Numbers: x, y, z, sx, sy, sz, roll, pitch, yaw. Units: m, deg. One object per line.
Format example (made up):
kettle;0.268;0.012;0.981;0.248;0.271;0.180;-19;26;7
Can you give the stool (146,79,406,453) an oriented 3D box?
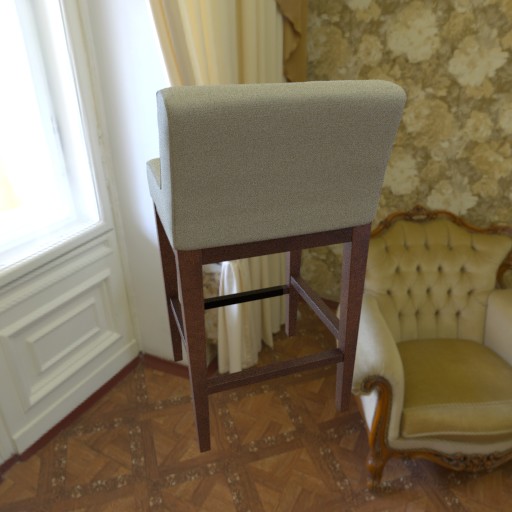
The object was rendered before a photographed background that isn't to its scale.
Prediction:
stool;0.000;0.000;1.236;0.511;0.937;0.500;-9;28;-17
